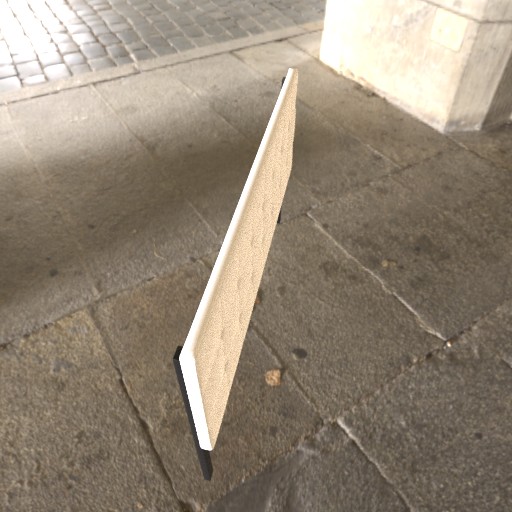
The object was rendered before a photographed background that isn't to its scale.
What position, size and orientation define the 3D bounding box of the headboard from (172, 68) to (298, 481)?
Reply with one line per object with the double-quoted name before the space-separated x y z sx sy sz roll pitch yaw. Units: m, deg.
"headboard" 0.000 0.000 2.820 0.120 1.410 2.362 9 47 8
